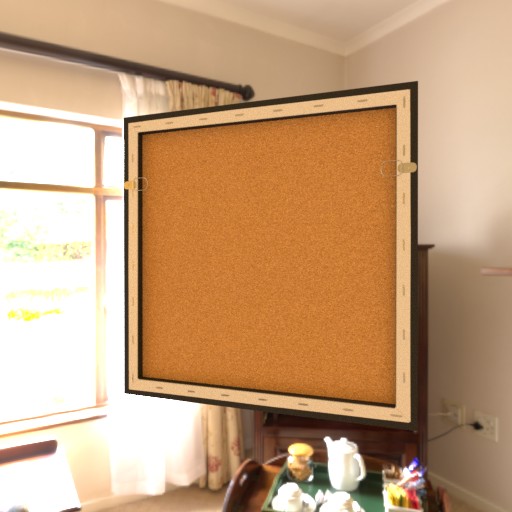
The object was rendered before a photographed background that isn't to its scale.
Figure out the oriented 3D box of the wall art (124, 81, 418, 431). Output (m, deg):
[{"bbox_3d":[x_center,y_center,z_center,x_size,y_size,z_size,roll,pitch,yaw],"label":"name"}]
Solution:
[{"bbox_3d":[0.000,0.000,1.106,0.758,0.758,0.044,0,0,20],"label":"wall art"}]
